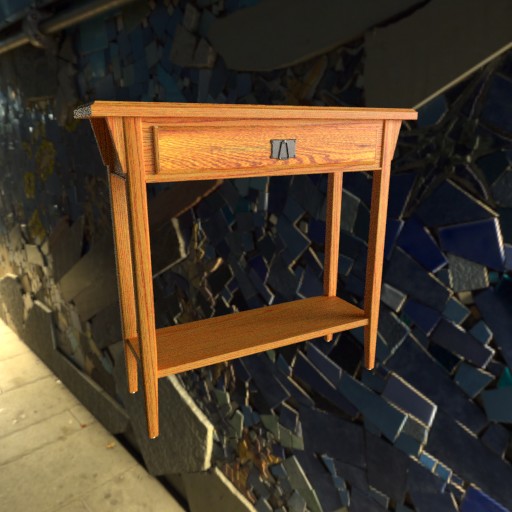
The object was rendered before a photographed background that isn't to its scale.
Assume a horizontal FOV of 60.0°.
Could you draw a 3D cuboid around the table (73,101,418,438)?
[{"bbox_3d":[0.000,0.000,1.121,0.762,0.711,0.254,-8,18,-27],"label":"table"}]
